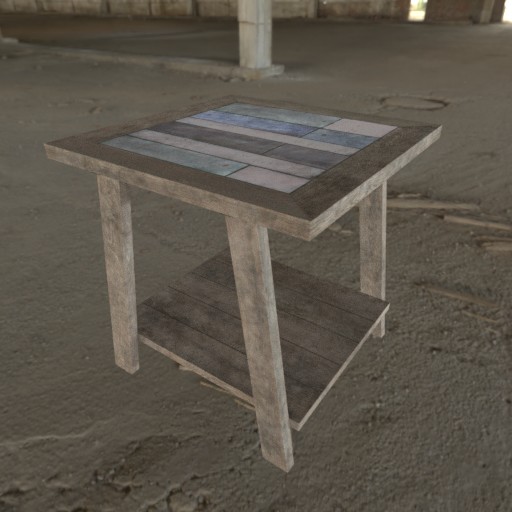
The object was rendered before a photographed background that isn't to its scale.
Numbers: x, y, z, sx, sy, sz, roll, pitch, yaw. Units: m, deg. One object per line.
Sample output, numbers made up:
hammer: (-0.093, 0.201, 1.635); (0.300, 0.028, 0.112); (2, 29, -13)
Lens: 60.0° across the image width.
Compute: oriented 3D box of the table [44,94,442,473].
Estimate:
table: (0.000, 0.000, 1.104); (0.610, 0.610, 0.610); (20, 36, 30)
